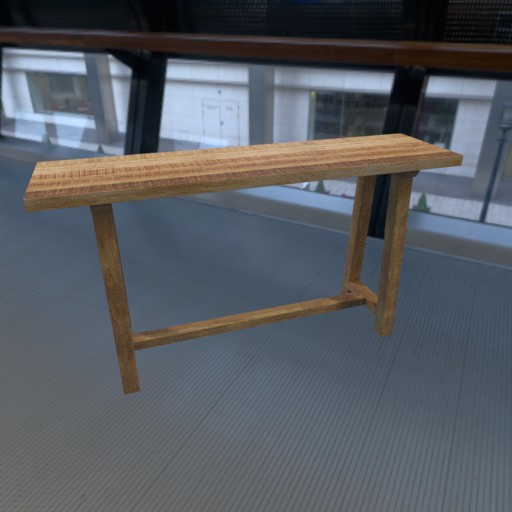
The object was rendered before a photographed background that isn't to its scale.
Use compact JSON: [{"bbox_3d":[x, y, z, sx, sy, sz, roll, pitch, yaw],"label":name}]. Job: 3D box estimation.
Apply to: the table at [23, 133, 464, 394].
[{"bbox_3d":[0.000,0.000,1.824,1.524,0.810,0.405,-9,29,-16],"label":"table"}]
